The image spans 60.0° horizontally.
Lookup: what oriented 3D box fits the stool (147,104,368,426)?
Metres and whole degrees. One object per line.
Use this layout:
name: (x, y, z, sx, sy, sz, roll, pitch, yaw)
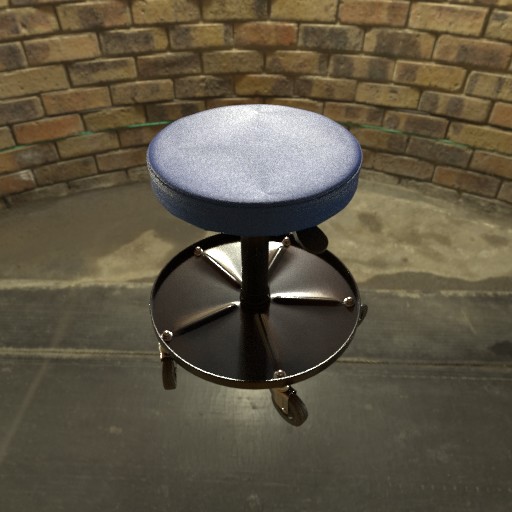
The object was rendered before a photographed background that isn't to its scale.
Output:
stool: (0.000, 0.000, 0.676, 0.381, 0.365, 0.382, -26, 47, -26)
